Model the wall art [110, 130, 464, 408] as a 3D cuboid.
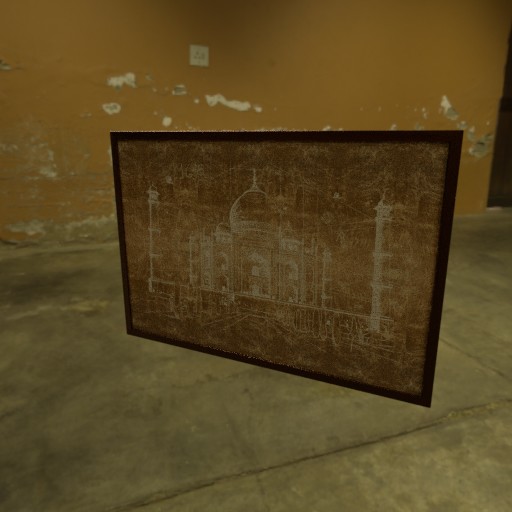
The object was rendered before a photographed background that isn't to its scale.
[{"bbox_3d":[0.000,0.000,1.029,0.816,0.559,0.014,7,17,25],"label":"wall art"}]
